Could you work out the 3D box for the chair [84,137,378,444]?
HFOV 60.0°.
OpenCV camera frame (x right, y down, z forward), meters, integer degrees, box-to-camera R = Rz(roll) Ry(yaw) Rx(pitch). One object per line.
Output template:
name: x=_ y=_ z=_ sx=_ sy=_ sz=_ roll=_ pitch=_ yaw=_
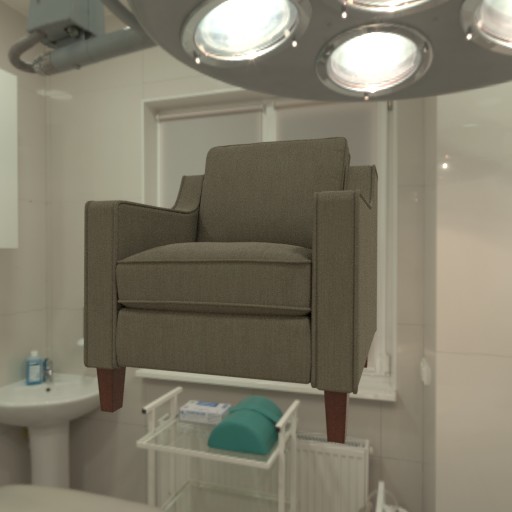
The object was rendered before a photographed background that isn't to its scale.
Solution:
chair: x=0.000 y=0.000 z=1.644 sx=0.831 sy=0.960 sz=0.909 roll=0 pitch=1 yaw=18
